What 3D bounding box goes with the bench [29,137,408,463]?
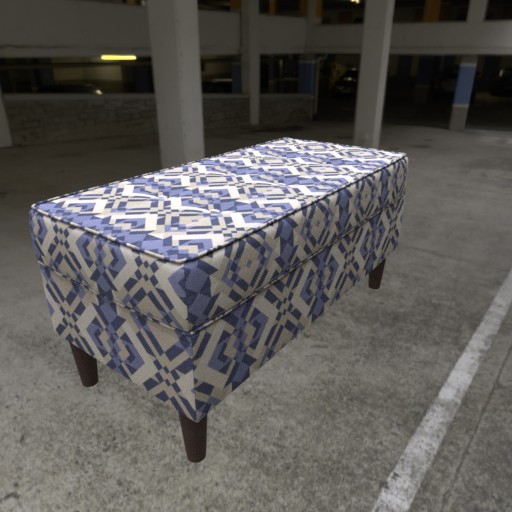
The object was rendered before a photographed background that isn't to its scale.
[{"bbox_3d":[0.000,0.000,1.263,0.492,0.477,1.016,18,30,33],"label":"bench"}]
